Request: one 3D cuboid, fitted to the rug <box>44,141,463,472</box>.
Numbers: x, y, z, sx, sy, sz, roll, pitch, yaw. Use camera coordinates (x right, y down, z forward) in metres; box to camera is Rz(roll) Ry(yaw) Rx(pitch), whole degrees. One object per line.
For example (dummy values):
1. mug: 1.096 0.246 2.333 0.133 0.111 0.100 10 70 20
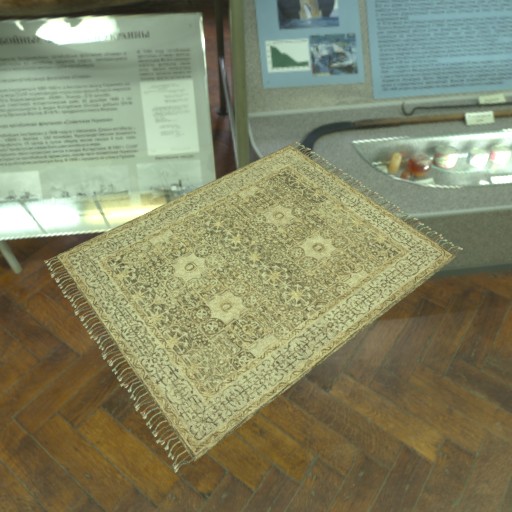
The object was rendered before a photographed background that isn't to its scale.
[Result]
1. rug: 0.000 0.000 4.284 3.291 0.017 2.431 -31 55 -25
